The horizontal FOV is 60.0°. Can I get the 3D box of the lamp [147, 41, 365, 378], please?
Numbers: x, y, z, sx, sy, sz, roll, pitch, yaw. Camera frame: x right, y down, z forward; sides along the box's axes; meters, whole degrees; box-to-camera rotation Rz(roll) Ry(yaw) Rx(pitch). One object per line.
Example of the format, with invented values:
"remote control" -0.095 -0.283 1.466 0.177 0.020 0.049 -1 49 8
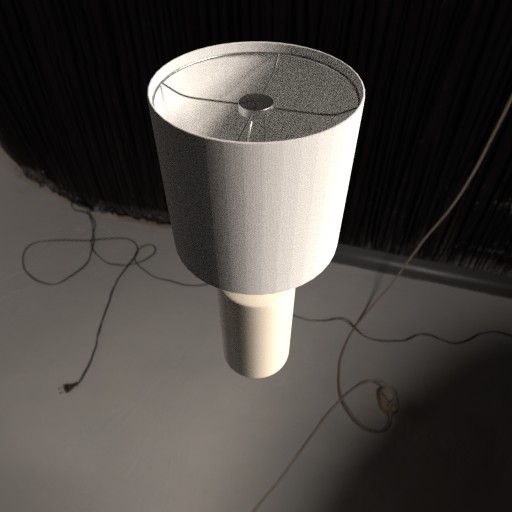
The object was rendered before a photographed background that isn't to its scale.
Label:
"lamp" 0.000 0.000 0.615 0.212 0.493 0.212 11 48 10
